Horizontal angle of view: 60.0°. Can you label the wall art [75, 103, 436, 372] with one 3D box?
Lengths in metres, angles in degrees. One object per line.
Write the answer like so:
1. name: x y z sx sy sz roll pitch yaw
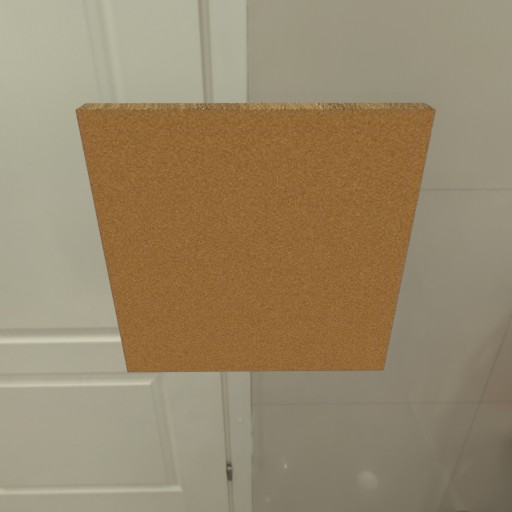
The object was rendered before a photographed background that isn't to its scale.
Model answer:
1. wall art: 0.000 0.000 0.615 0.406 0.403 0.039 0 31 -1
